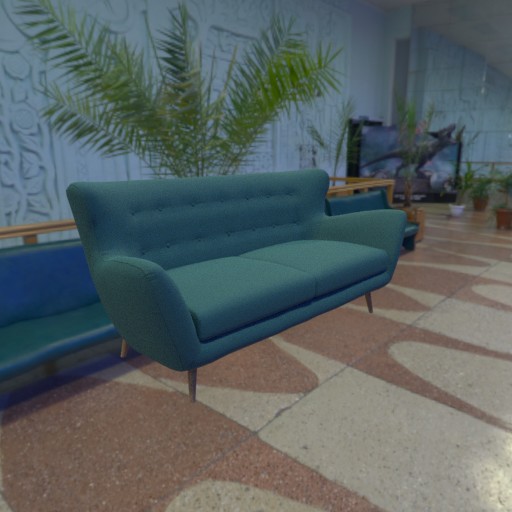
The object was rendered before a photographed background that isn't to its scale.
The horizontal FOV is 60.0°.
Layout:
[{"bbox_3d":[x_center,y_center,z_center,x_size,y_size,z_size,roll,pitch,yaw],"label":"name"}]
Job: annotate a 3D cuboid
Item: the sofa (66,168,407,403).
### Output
[{"bbox_3d":[0.000,0.000,2.483,0.889,0.890,1.930,13,19,43],"label":"sofa"}]
